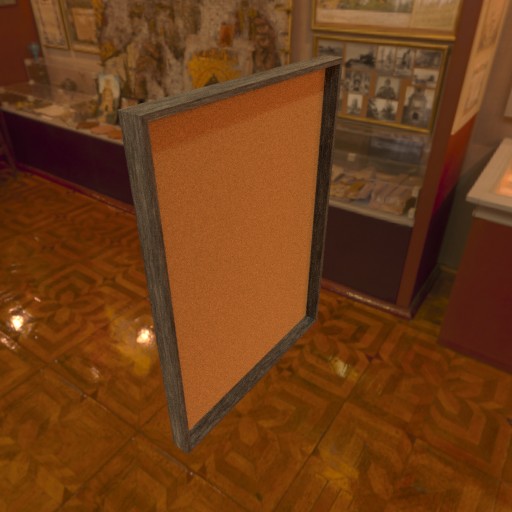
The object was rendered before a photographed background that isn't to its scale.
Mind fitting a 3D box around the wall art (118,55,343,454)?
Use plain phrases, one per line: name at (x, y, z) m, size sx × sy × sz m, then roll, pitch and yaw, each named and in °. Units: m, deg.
wall art at (0.000, 0.000, 1.334) m, size 0.063 × 1.016 × 0.762 m, roll 23°, pitch 39°, yaw 30°
